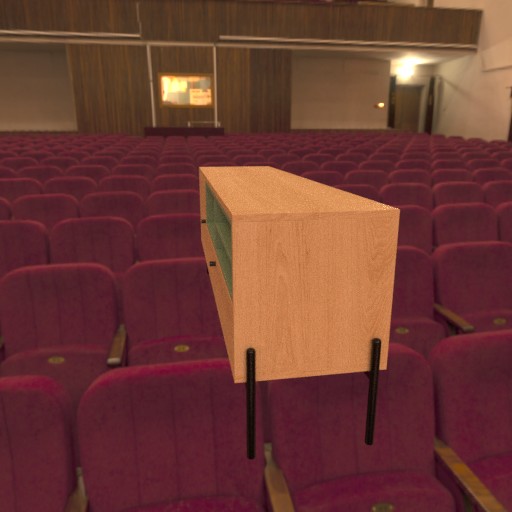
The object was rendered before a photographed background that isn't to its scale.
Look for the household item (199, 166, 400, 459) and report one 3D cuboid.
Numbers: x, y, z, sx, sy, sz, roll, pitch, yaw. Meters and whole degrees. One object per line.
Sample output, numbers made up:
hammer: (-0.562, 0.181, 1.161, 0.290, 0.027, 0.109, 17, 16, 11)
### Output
household item: (0.000, 0.000, 1.760, 0.400, 0.600, 1.550, -3, 15, -9)
